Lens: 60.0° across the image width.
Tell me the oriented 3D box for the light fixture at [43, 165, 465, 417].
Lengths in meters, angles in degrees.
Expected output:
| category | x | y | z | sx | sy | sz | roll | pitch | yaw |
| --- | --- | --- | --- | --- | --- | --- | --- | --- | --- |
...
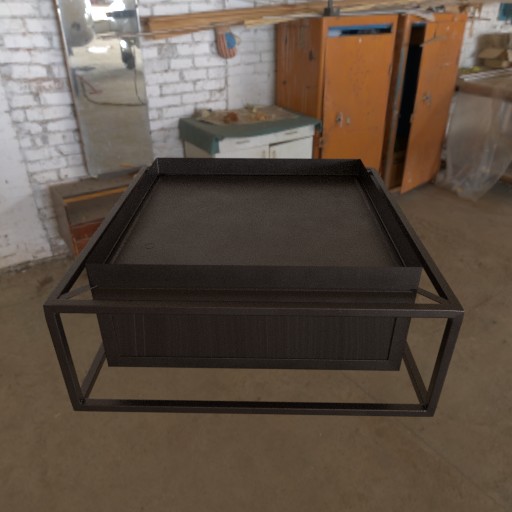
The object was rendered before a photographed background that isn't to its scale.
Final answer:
| category | x | y | z | sx | sy | sz | roll | pitch | yaw |
| --- | --- | --- | --- | --- | --- | --- | --- | --- | --- |
| light fixture | 0.000 | 0.000 | 0.685 | 0.441 | 0.191 | 0.441 | 1 | 30 | 1 |
